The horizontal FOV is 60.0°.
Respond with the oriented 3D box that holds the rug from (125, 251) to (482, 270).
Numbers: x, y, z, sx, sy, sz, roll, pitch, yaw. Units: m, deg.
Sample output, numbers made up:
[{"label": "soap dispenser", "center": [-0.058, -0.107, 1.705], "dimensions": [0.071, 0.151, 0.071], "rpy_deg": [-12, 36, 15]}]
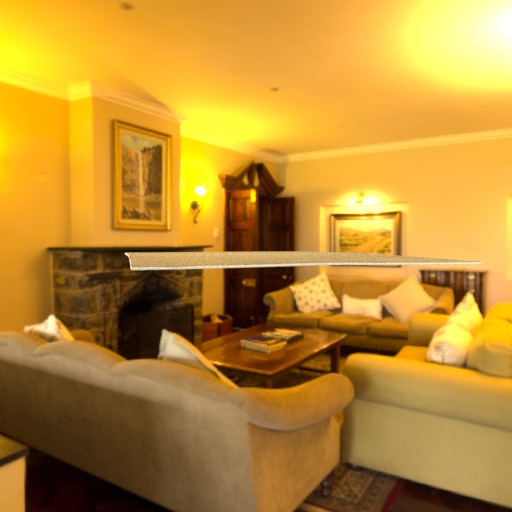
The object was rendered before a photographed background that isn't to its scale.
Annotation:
[{"label": "rug", "center": [0.000, 0.000, 4.339], "dimensions": [2.434, 0.045, 3.202], "rpy_deg": [-1, 2, -17]}]
